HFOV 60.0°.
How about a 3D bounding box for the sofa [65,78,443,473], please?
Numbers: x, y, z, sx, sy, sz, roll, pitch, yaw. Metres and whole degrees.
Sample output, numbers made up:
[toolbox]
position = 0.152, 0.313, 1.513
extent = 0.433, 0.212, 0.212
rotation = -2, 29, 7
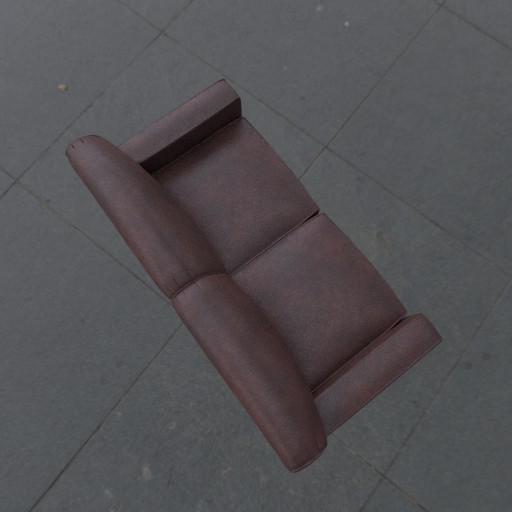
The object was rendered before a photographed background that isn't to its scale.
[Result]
[sofa]
position = 0.000, 0.000, 2.423
extent = 1.000, 0.966, 1.856
rotation = -36, 79, -8
